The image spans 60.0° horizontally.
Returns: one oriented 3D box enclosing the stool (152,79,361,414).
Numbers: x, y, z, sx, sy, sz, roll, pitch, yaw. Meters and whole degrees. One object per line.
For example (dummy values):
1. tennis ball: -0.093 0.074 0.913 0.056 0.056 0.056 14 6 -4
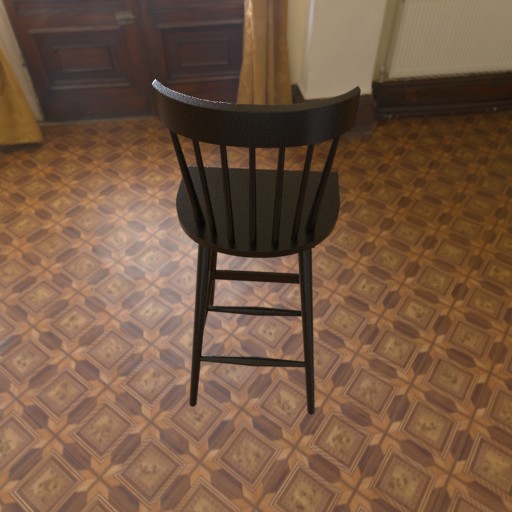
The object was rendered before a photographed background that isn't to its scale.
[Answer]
1. stool: 0.000 0.000 1.356 0.482 1.092 0.483 3 46 3
